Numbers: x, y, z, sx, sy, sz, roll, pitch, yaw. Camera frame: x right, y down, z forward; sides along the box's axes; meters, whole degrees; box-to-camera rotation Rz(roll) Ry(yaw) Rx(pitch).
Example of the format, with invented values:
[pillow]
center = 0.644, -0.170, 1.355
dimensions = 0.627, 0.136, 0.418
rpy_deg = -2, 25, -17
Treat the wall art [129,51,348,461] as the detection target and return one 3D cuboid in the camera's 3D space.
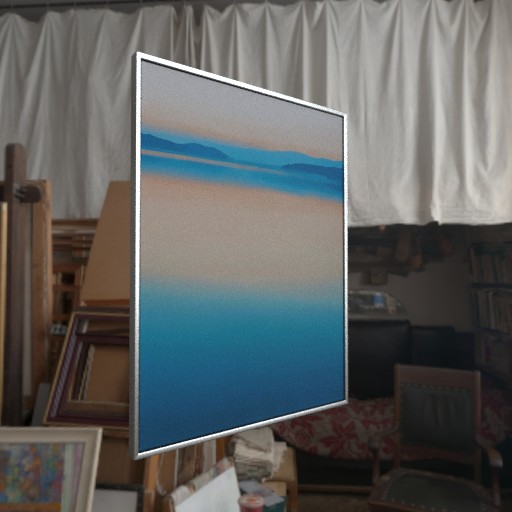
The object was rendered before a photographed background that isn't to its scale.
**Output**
[wall art]
center = 0.000, 0.000, 1.396
dimensions = 0.801, 1.062, 0.037
rpy_deg = 1, -2, -36
